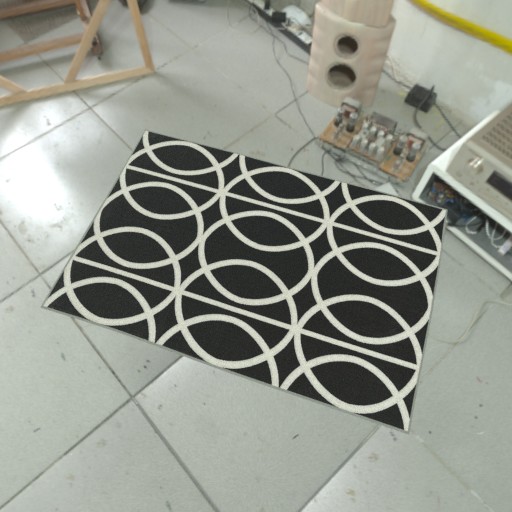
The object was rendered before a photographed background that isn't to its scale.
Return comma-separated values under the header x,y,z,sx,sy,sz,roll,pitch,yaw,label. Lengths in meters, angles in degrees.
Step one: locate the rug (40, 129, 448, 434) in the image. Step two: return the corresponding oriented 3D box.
x,y,z,sx,sy,sz,roll,pitch,yaw,label
0.000,0.000,2.884,2.290,0.014,1.526,17,64,8,rug
